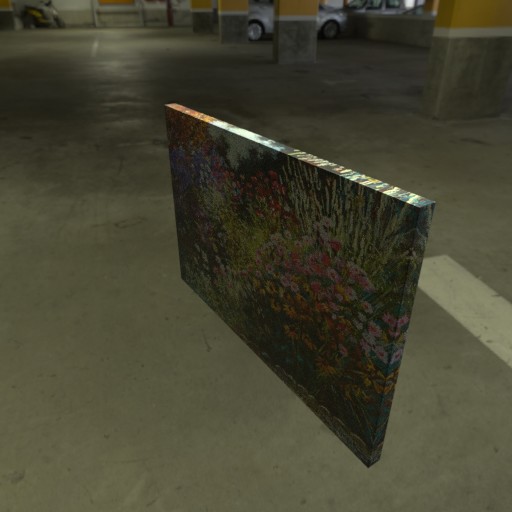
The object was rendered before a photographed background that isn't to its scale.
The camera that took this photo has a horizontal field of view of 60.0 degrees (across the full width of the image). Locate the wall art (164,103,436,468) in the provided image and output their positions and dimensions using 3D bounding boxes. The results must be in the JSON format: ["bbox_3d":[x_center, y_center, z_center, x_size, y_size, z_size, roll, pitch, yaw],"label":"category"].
[{"bbox_3d":[0.000,0.000,1.133,0.037,0.604,0.908,-19,35,-29],"label":"wall art"}]
